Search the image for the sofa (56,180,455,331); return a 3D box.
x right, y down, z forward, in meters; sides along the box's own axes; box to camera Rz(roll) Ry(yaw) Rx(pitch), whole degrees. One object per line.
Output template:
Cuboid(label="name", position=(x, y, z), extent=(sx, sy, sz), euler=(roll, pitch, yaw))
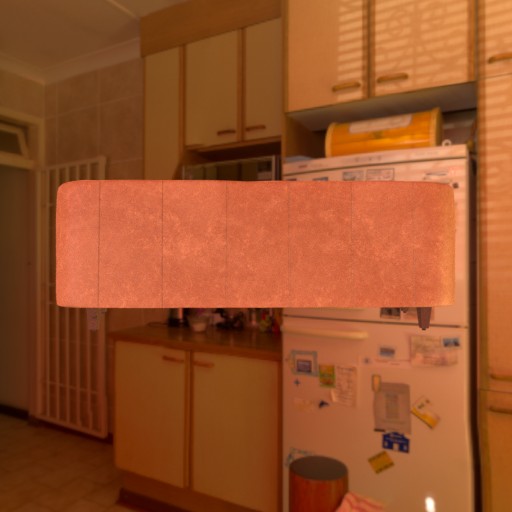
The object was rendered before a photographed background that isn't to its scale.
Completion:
Cuboid(label="sofa", position=(0.000, 0.000, 2.692), extent=(2.257, 0.791, 0.922), euler=(0, 0, -1))
